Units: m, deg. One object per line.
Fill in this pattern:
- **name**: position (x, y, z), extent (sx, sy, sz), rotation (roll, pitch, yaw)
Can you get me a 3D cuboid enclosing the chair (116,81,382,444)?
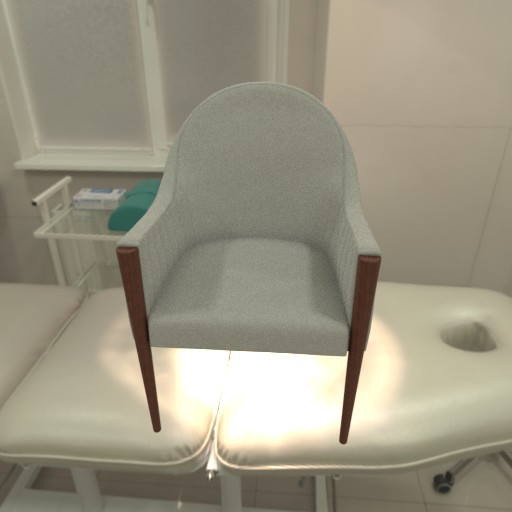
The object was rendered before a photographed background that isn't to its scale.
- **chair**: position (0.000, 0.000, 1.305), extent (0.610, 0.889, 0.620), rotation (2, 29, 4)
